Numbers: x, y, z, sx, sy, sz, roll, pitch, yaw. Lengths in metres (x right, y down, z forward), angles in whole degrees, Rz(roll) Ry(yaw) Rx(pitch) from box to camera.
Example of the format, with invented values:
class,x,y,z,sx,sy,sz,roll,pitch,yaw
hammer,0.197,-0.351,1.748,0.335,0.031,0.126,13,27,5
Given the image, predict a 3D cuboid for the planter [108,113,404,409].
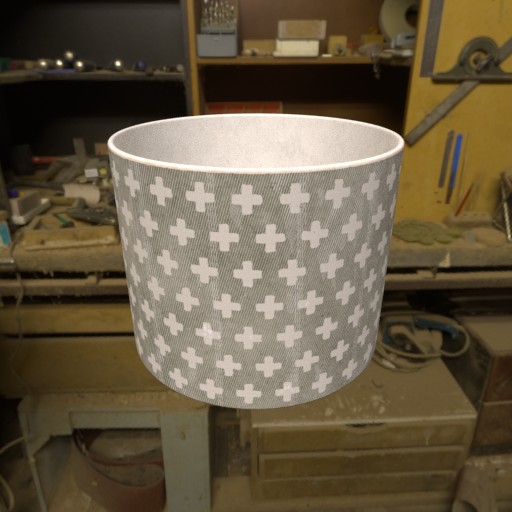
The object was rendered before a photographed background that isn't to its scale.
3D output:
class,x,y,z,sx,sy,sz,roll,pitch,yaw
planter,0.000,0.000,0.335,0.190,0.181,0.190,0,25,0
